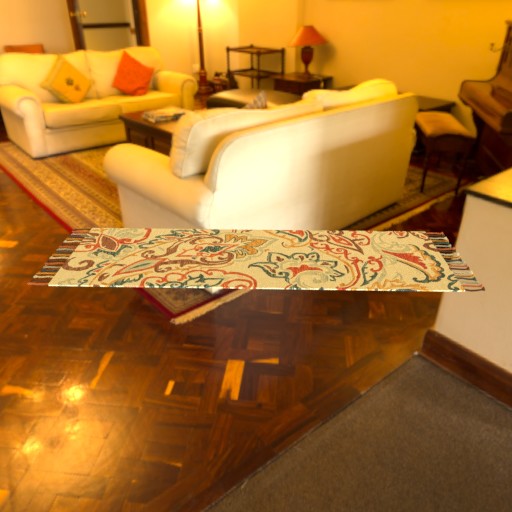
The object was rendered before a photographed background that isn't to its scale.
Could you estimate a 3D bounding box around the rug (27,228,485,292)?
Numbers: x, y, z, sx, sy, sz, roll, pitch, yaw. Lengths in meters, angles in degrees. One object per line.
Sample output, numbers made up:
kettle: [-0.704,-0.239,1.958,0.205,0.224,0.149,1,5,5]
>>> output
rug: [0.000,0.000,2.914,2.682,0.015,0.763,1,30,1]
